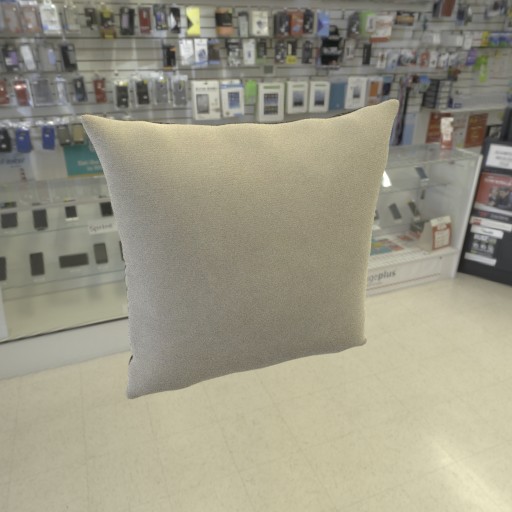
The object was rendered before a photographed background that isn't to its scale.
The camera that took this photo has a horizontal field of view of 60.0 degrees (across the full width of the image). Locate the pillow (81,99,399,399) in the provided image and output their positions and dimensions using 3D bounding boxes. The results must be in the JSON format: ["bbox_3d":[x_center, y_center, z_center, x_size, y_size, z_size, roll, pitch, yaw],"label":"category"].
[{"bbox_3d":[0.000,0.000,0.668,0.433,0.434,0.196,-9,27,-17],"label":"pillow"}]
